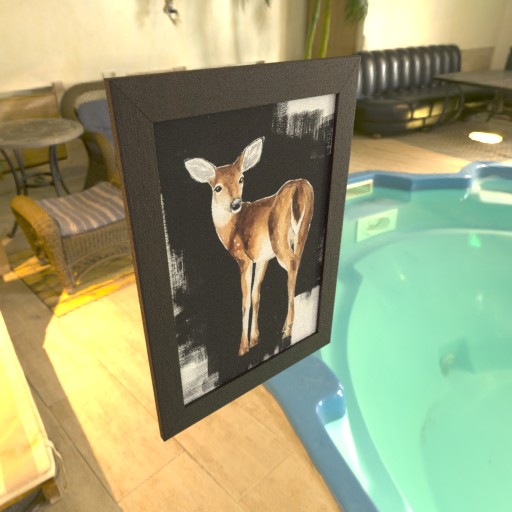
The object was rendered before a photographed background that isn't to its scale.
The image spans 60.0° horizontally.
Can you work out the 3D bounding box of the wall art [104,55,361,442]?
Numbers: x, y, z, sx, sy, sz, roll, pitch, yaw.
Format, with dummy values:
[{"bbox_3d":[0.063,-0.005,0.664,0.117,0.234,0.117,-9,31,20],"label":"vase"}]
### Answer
[{"bbox_3d":[0.000,0.000,0.637,0.359,0.508,0.013,-21,36,-33],"label":"wall art"}]
